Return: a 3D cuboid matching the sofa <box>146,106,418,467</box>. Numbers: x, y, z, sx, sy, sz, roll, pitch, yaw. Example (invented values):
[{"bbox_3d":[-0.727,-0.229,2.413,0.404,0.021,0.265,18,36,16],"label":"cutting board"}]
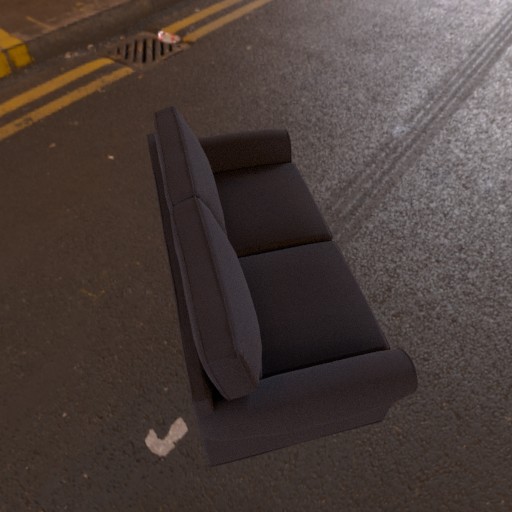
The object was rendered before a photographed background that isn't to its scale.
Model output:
[{"bbox_3d":[0.000,0.000,2.491,0.951,1.031,2.009,-11,50,-10],"label":"sofa"}]
